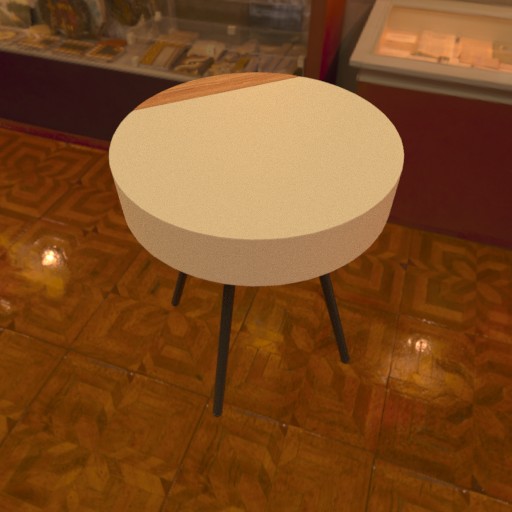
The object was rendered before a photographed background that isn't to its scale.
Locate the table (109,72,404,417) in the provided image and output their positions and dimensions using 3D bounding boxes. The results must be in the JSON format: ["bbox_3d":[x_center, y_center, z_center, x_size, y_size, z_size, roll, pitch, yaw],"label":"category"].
[{"bbox_3d":[0.000,0.000,0.858,0.450,0.525,0.450,0,47,0],"label":"table"}]
